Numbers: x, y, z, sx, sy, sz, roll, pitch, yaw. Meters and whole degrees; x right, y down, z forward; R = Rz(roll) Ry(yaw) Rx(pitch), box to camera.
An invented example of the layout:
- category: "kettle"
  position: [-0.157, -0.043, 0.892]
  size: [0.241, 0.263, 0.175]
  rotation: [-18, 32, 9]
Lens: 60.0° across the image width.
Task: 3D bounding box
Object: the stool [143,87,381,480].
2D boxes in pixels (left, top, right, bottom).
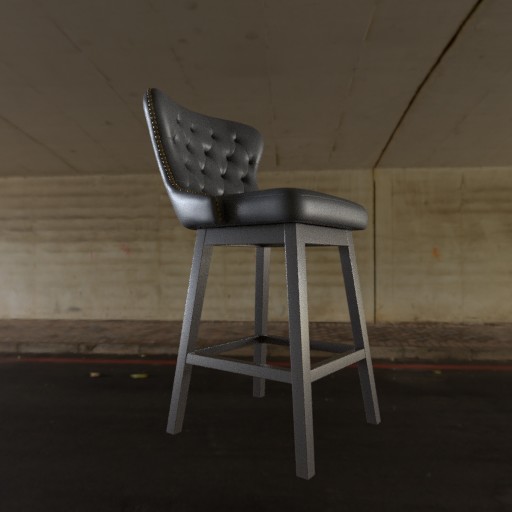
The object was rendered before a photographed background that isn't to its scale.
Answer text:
- category: "stool"
  position: [0.000, 0.000, 1.305]
  size: [0.593, 0.971, 0.528]
  rotation: [0, -1, 36]
